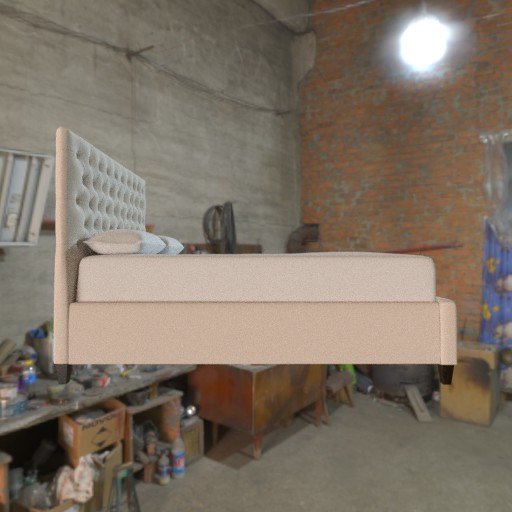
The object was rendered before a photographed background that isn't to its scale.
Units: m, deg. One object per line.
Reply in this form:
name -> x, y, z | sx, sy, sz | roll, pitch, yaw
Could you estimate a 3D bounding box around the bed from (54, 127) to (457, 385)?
bed -> 0.000, 0.000, 3.266 | 2.233, 1.426, 1.696 | 0, 0, 0
